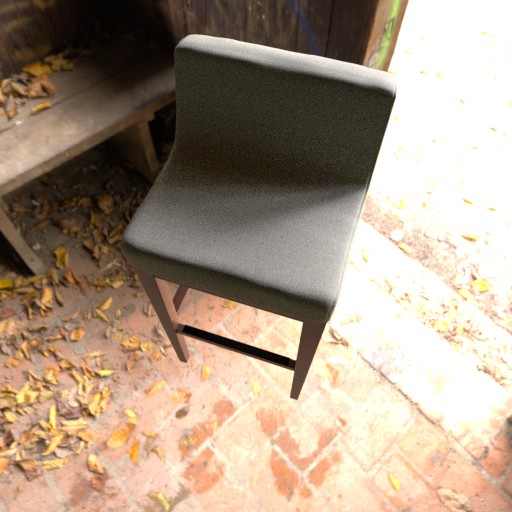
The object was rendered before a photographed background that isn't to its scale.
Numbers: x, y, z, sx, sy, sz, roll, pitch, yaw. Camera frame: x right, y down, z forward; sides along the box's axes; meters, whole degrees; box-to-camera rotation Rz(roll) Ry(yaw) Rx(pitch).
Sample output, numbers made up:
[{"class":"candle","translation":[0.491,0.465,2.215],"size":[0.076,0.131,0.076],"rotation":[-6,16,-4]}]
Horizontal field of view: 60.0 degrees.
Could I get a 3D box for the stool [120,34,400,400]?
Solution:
[{"class":"stool","translation":[0.000,0.000,1.303],"size":[0.511,1.037,0.500],"rotation":[16,59,10]}]
